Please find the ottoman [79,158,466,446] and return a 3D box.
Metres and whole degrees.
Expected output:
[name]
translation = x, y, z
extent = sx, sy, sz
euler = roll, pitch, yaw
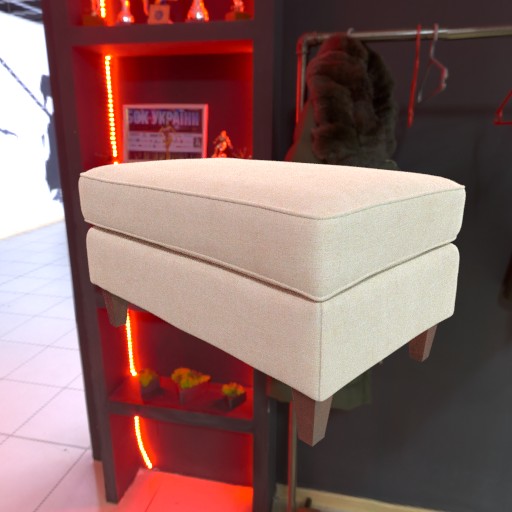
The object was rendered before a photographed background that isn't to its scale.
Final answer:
[ottoman]
translation = 0.000, 0.000, 1.179
extent = 0.862, 0.484, 0.583
euler = 15, 22, 43
